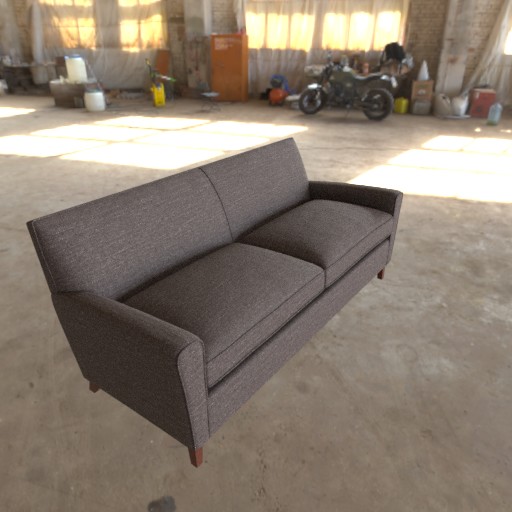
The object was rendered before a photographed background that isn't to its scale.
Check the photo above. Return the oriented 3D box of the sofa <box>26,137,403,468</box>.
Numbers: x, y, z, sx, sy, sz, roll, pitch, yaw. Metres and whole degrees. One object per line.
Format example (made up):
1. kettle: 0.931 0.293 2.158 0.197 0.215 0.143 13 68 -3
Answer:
1. sofa: 0.000 0.000 2.393 0.875 0.846 1.976 19 33 32
